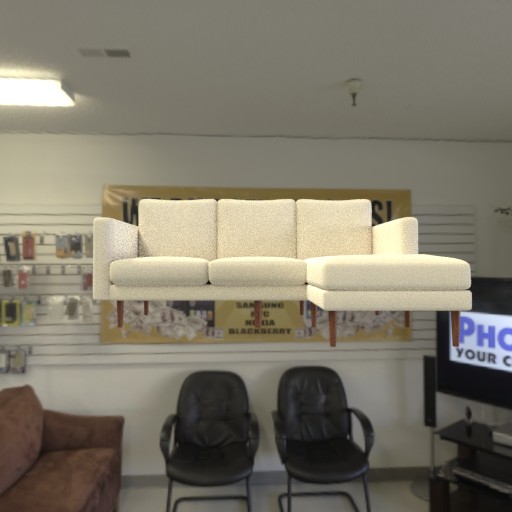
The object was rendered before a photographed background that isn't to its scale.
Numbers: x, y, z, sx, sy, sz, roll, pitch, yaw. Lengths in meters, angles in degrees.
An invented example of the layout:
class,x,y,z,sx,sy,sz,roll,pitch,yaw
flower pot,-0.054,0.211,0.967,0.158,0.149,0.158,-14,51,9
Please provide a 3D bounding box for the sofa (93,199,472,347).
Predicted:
class,x,y,z,sx,sy,sz,roll,pitch,yaw
sofa,0.000,0.000,2.856,2.029,0.899,1.580,0,-1,0
